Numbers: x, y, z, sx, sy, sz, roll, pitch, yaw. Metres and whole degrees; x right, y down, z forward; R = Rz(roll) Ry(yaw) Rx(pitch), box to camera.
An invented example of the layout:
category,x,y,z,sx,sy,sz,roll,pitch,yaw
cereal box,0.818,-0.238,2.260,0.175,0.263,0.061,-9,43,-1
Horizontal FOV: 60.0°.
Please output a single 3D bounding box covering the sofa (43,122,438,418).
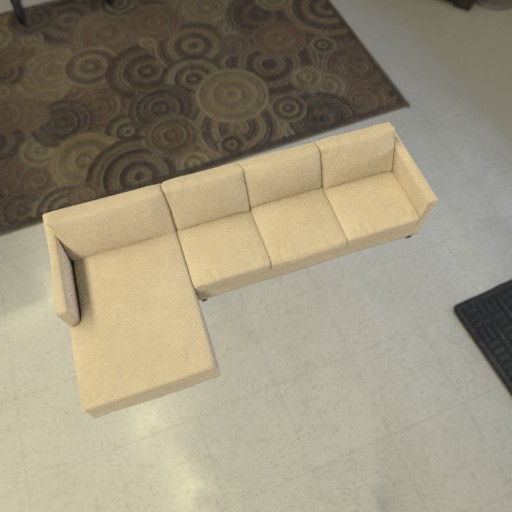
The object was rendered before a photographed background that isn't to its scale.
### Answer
category,x,y,z,sx,sy,sz,roll,pitch,yaw
sofa,0.000,0.000,3.750,3.186,0.846,1.625,-17,64,-8
